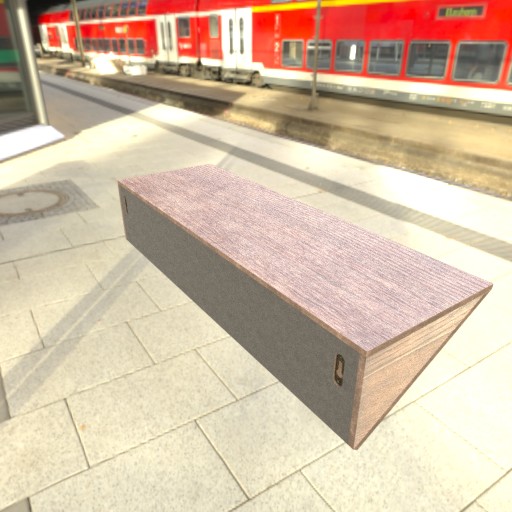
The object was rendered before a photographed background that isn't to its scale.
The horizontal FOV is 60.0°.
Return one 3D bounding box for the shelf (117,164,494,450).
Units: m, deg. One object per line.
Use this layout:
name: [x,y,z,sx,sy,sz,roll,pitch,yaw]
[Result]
shelf: [0.000,0.000,0.679,0.200,0.125,0.610,-18,31,-31]
